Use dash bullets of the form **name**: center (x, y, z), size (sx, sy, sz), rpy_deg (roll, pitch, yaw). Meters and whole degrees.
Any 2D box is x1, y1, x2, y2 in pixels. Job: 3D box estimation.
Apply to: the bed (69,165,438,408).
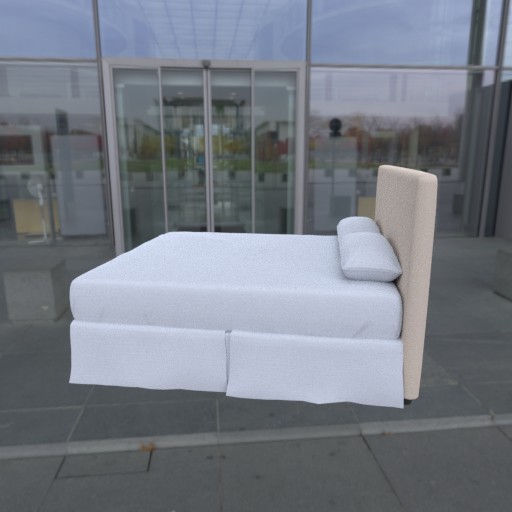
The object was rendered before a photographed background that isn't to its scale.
- **bed**: center (0.000, 0.000, 3.361), size (2.142, 1.330, 1.884), rpy_deg (2, 13, 9)
